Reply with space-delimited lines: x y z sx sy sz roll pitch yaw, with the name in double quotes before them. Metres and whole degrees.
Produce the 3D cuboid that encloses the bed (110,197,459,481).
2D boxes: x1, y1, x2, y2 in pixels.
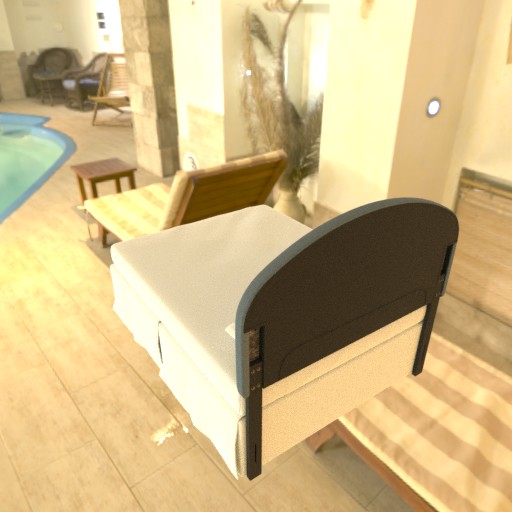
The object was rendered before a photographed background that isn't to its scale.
"bed" 0.000 0.000 3.108 1.607 1.410 2.005 -18 34 -30
